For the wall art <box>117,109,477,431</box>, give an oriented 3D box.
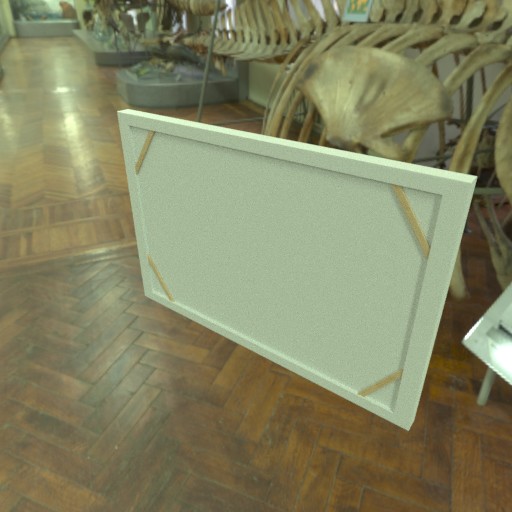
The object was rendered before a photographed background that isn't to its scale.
[{"bbox_3d":[0.000,0.000,1.131,0.914,0.609,0.038,20,36,31],"label":"wall art"}]
